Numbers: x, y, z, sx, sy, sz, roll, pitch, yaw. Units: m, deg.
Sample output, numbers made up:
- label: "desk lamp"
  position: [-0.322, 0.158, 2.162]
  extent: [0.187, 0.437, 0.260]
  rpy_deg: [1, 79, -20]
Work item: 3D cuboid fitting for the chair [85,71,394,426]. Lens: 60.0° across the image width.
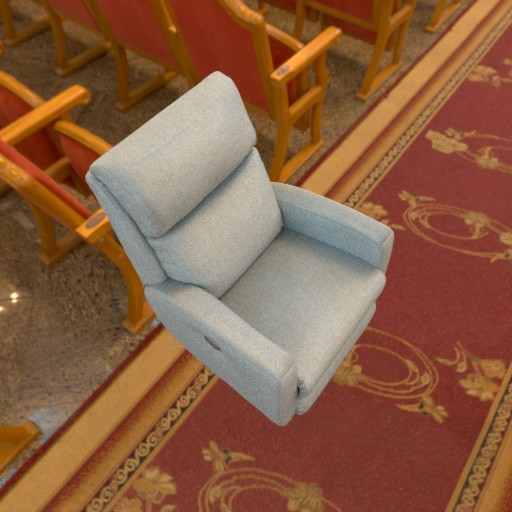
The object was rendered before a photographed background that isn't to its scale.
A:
- label: "chair"
  position: [0.000, 0.000, 1.727]
  extent: [0.940, 1.016, 0.794]
  rpy_deg: [33, 63, 19]
